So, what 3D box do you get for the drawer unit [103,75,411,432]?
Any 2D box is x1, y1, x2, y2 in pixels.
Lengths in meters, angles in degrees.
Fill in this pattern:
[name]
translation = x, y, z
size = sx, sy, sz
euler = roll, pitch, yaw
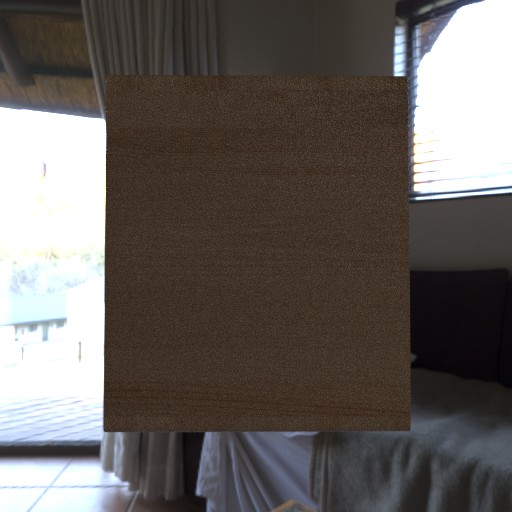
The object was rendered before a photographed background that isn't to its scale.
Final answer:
[drawer unit]
translation = 0.000, 0.000, 0.594
size = 0.290, 0.344, 0.344
euler = 0, -1, 0
